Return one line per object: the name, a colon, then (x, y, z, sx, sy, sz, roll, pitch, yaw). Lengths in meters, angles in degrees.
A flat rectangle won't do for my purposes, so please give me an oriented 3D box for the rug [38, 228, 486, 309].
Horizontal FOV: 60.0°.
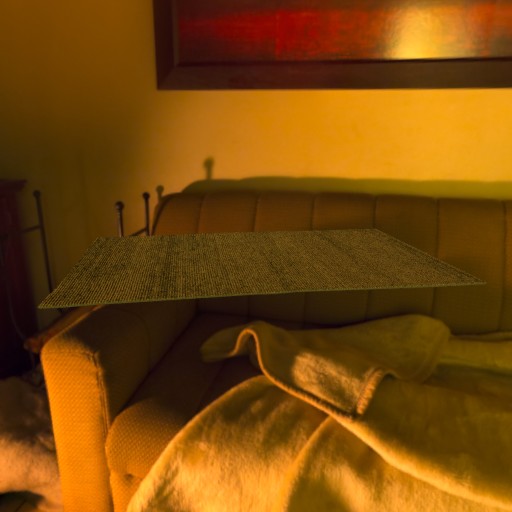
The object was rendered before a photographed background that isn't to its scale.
rug: (0.000, 0.000, 2.258, 1.777, 0.021, 1.145, -2, 15, -8)
